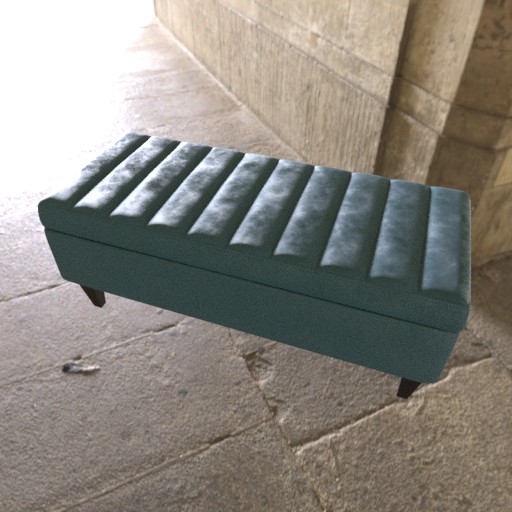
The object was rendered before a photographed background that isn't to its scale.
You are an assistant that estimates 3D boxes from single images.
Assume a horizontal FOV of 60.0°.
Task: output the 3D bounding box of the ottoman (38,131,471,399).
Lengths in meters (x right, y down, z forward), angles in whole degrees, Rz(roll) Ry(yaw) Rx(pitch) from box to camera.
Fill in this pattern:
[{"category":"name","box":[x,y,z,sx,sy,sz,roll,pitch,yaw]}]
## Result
[{"category":"ottoman","box":[0.000,0.000,1.381,1.151,0.469,0.482,14,44,14]}]
